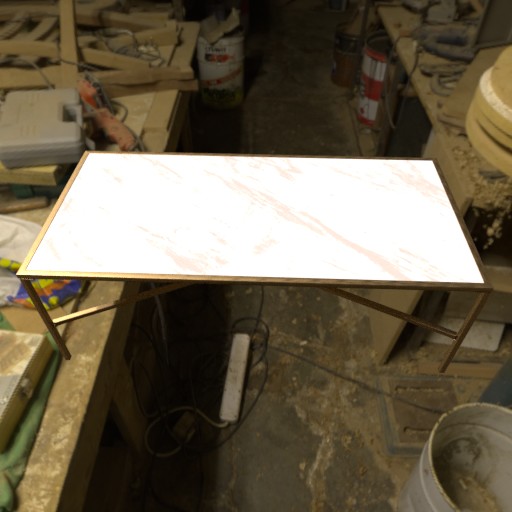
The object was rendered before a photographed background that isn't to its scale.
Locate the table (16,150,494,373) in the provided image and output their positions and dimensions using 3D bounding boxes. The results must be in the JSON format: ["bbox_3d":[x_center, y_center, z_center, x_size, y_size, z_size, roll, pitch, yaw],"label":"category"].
[{"bbox_3d":[0.000,0.000,1.452,1.197,0.405,0.577,2,46,2],"label":"table"}]
